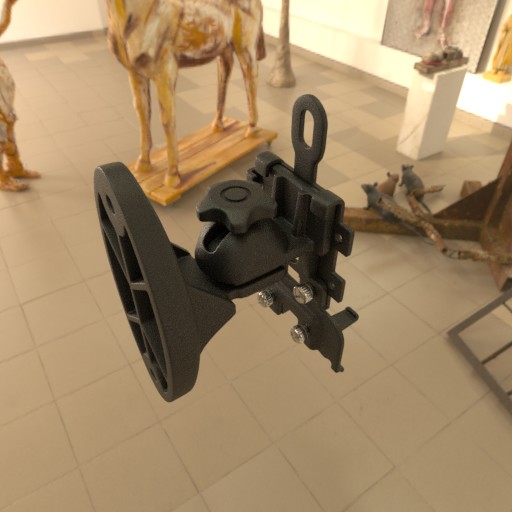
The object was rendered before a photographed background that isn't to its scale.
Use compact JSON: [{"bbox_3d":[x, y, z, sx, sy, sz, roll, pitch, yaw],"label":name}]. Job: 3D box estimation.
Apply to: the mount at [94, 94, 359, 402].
[{"bbox_3d":[0.000,0.000,0.175,0.100,0.118,0.066,-24,46,-25],"label":"mount"}]
